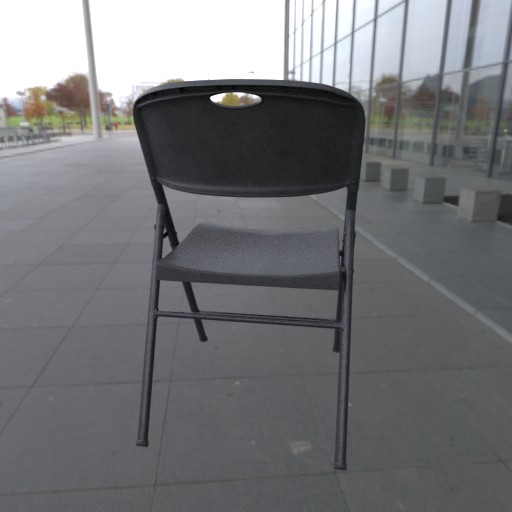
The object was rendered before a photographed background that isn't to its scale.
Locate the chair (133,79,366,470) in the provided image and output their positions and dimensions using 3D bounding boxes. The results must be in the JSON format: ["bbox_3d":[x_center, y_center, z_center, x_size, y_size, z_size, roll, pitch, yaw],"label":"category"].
[{"bbox_3d":[0.000,0.000,1.148,0.494,0.810,0.567,3,17,9],"label":"chair"}]
